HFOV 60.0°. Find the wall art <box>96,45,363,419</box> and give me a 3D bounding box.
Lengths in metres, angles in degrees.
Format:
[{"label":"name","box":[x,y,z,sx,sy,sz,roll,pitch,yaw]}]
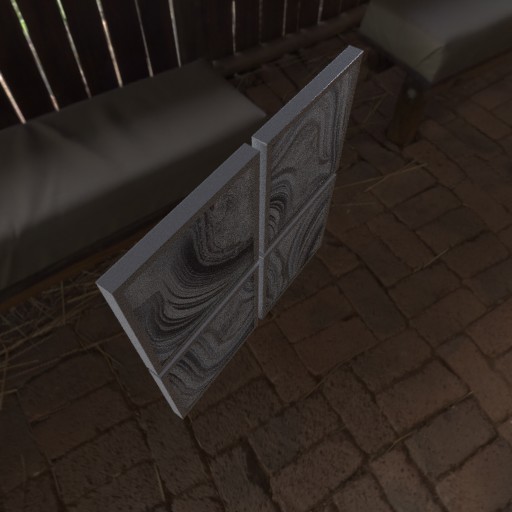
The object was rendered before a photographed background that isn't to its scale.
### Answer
[{"label":"wall art","box":[0.000,0.000,0.916,0.029,0.611,0.611,32,62,19]}]
